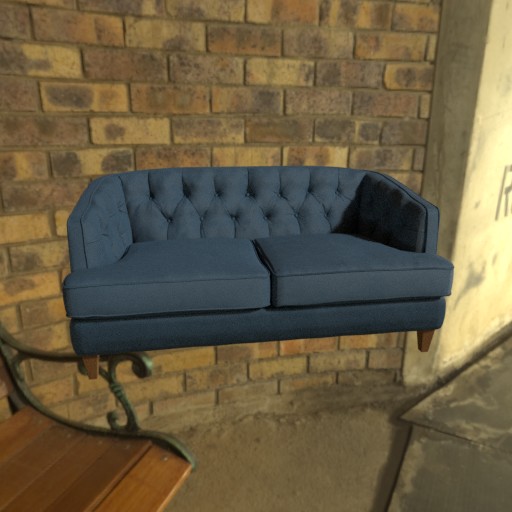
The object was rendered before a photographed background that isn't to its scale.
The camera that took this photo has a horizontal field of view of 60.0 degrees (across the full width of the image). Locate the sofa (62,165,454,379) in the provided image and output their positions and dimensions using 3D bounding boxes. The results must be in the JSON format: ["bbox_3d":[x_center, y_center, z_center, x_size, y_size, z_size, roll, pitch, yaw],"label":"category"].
[{"bbox_3d":[0.000,0.000,2.315,1.733,0.854,0.941,-3,16,-9],"label":"sofa"}]
